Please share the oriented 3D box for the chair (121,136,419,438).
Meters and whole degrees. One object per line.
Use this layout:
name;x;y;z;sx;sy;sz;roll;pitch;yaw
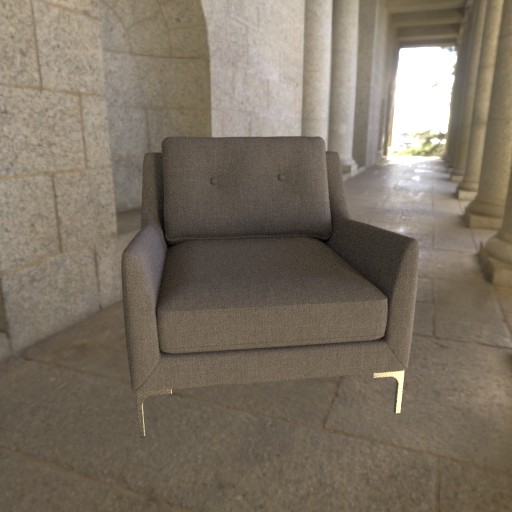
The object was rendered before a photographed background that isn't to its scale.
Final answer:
chair;0.000;0.000;1.602;0.847;0.828;0.849;-2;16;-8
